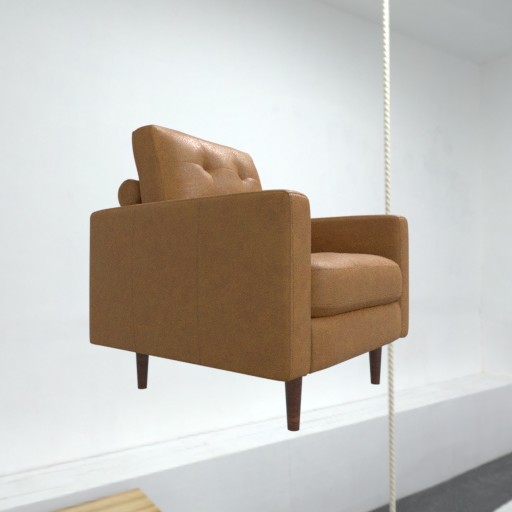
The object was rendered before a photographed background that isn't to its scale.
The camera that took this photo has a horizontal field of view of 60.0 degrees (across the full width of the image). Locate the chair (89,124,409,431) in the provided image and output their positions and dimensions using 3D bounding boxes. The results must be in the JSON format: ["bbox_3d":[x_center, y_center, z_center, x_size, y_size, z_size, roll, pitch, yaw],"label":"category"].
[{"bbox_3d":[0.000,0.000,1.546,0.868,0.896,0.831,-1,-1,37],"label":"chair"}]
